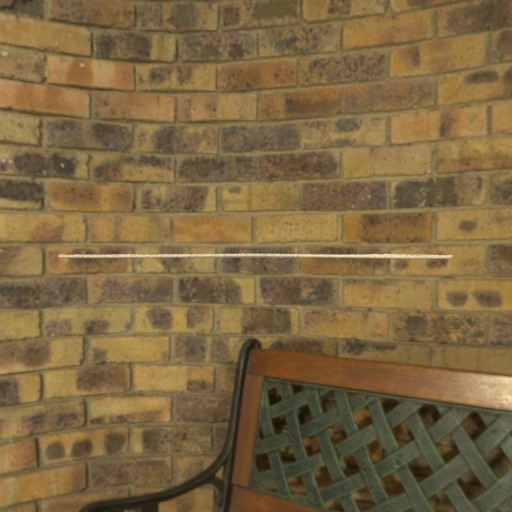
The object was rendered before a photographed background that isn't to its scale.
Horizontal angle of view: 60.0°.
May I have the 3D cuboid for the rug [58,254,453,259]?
[{"bbox_3d":[0.000,0.000,4.886,2.757,0.051,3.626,0,0,0],"label":"rug"}]
